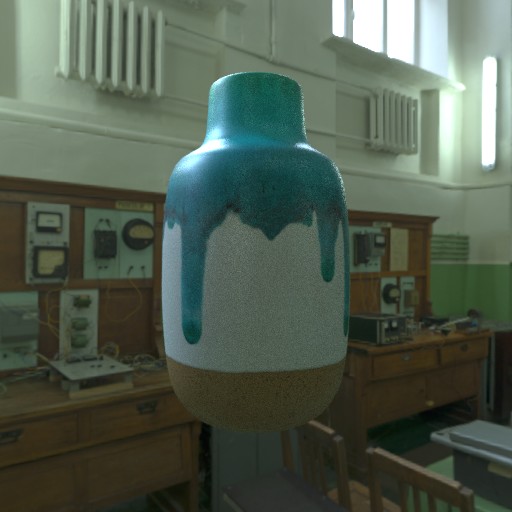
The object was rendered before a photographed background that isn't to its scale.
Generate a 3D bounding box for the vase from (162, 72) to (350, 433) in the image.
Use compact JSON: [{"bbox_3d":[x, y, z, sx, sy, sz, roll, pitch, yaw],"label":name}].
[{"bbox_3d":[0.000,0.000,0.255,0.106,0.192,0.106,0,0,0],"label":"vase"}]
